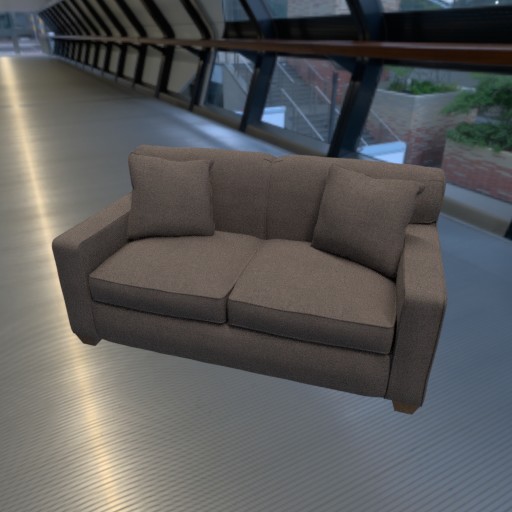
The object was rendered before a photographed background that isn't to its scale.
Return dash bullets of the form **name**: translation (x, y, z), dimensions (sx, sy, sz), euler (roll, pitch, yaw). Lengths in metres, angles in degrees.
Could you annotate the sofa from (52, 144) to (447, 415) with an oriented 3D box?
- **sofa**: translation (0.000, 0.000, 2.403), dimensions (1.846, 0.958, 1.000), euler (8, 29, 15)
